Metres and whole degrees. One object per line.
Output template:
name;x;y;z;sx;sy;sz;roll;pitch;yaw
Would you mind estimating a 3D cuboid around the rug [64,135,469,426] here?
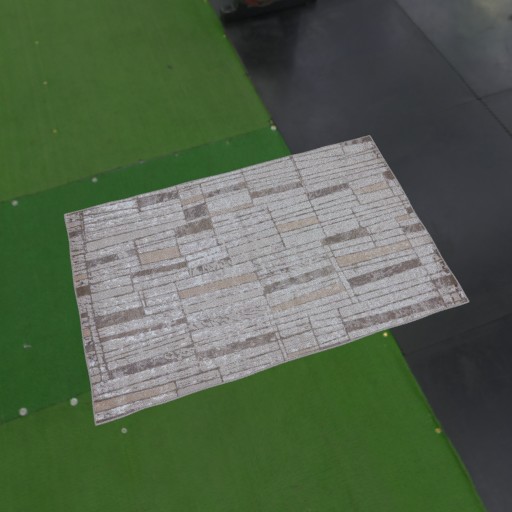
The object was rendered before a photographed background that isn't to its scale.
rug;0.000;0.000;3.060;2.444;0.023;1.531;-16;63;-8
